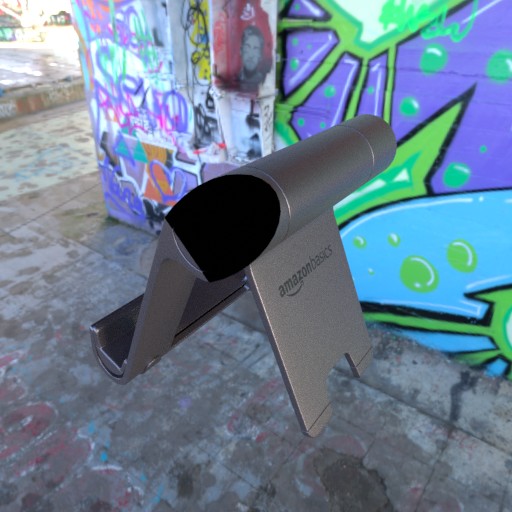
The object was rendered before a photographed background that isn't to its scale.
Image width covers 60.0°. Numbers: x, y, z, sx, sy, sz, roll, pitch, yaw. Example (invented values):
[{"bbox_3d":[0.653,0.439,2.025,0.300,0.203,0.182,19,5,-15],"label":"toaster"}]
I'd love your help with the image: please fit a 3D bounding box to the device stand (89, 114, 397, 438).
[{"bbox_3d":[0.000,0.000,0.151,0.079,0.084,0.088,21,36,31],"label":"device stand"}]
